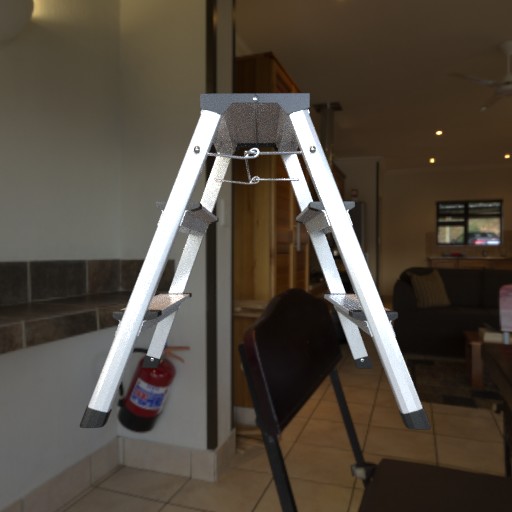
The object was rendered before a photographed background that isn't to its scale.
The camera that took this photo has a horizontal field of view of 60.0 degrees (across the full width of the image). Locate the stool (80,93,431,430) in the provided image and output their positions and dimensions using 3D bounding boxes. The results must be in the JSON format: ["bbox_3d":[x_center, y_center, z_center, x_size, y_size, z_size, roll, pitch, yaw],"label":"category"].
[{"bbox_3d":[0.000,0.000,0.994,0.622,0.605,0.437,0,0,1],"label":"stool"}]
